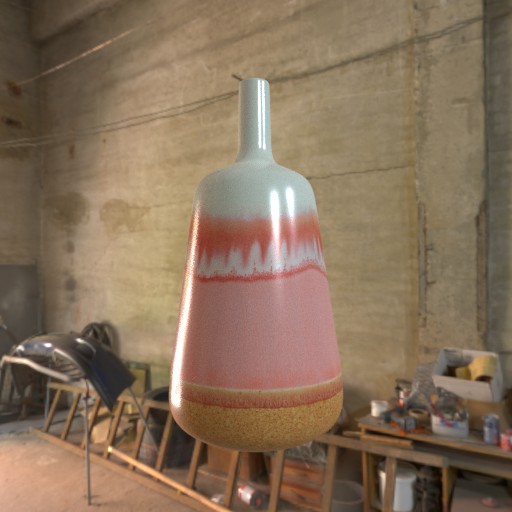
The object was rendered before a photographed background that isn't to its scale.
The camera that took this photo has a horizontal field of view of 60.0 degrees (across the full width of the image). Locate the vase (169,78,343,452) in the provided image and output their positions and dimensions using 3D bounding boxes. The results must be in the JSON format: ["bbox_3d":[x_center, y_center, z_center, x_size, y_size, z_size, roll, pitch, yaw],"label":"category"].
[{"bbox_3d":[0.000,0.000,0.378,0.144,0.296,0.144,0,-2,0],"label":"vase"}]
